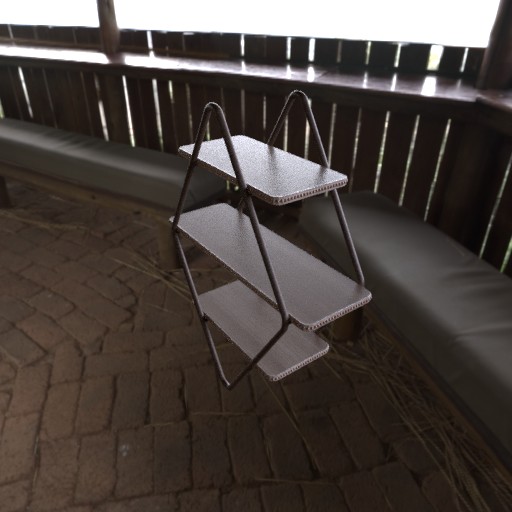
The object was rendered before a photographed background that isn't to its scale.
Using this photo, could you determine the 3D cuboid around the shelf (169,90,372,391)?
[{"bbox_3d":[0.000,0.000,1.119,0.234,0.774,0.609,-20,36,-30],"label":"shelf"}]
